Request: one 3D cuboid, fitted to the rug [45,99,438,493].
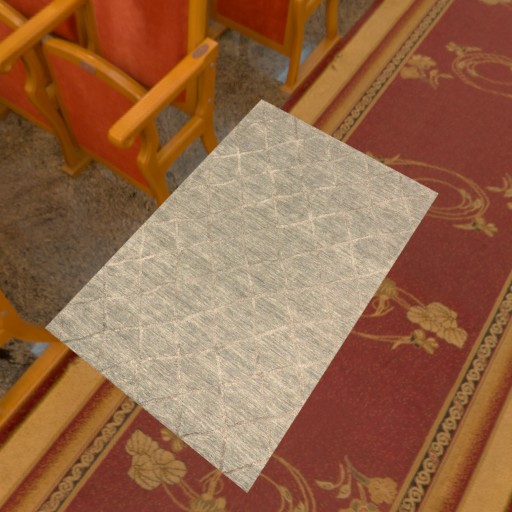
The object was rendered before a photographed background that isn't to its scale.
[{"bbox_3d":[0.000,0.000,2.906,1.521,0.006,2.283,33,69,15],"label":"rug"}]
